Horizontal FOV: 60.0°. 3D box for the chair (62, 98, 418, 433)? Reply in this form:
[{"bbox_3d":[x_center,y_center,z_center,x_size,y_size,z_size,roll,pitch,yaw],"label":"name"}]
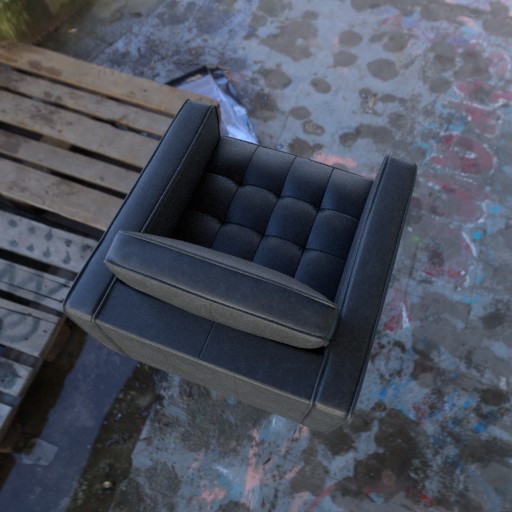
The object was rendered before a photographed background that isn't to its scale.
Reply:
[{"bbox_3d":[0.000,0.000,1.571,0.889,0.763,0.914,19,65,9],"label":"chair"}]
